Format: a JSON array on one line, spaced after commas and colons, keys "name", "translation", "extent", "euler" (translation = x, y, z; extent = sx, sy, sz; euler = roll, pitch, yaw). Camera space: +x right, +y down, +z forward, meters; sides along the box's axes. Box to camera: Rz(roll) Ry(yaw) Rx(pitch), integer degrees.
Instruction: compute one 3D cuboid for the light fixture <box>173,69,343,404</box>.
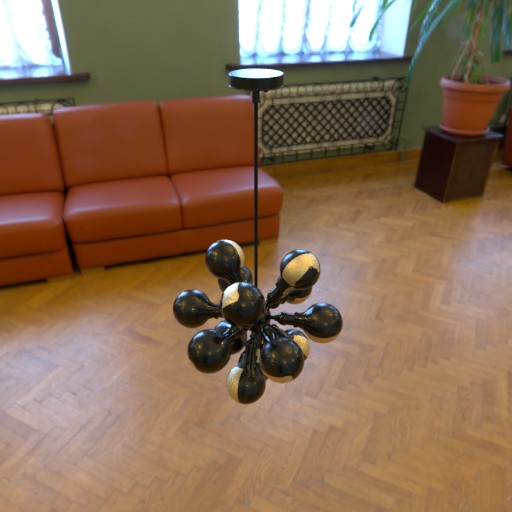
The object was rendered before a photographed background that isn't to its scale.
[{"name": "light fixture", "translation": [0.000, 0.000, 1.113], "extent": [0.420, 0.859, 0.468], "euler": [-11, 33, -17]}]
